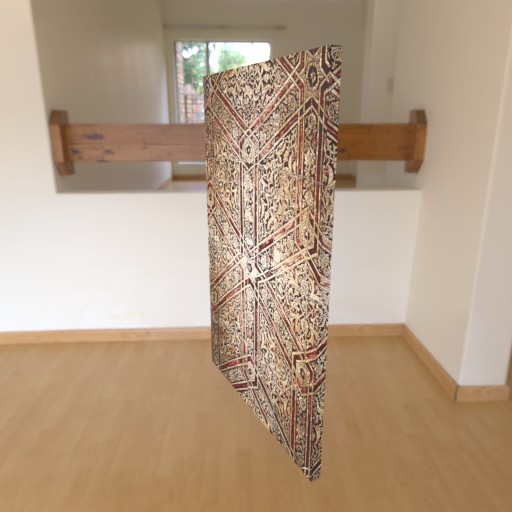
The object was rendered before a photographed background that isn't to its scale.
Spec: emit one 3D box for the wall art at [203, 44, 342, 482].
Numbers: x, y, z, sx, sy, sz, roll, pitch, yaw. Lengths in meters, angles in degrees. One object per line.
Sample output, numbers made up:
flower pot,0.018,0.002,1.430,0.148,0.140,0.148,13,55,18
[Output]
wall art,0.000,0.000,0.752,0.020,0.599,0.397,-8,19,-26
